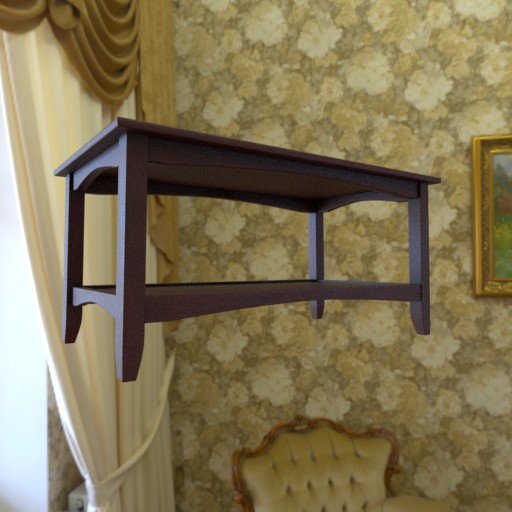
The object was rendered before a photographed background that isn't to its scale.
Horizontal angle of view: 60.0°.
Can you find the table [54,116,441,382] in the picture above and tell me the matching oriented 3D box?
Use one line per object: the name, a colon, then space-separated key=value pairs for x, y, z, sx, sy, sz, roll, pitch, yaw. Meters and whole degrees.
table: x=0.000 y=0.000 z=1.230 sx=0.943 sy=0.456 sz=0.533 roll=1 pitch=-1 yaw=-35
